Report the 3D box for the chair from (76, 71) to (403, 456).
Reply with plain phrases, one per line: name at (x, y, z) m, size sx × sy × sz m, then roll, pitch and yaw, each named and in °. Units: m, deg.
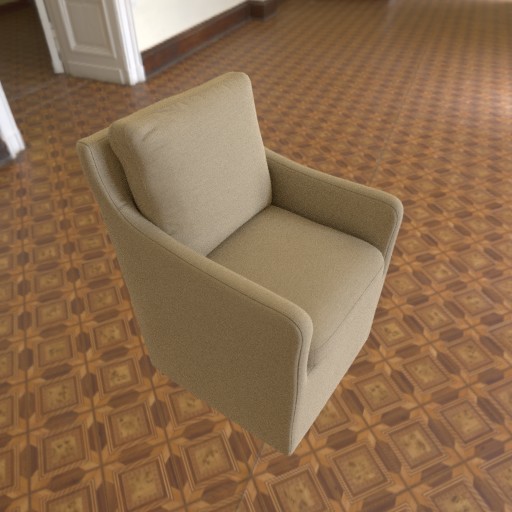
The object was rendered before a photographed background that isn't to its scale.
chair at (0.000, 0.000, 1.372) m, size 0.694 × 0.914 × 0.626 m, roll 25°, pitch 47°, yaw 26°
